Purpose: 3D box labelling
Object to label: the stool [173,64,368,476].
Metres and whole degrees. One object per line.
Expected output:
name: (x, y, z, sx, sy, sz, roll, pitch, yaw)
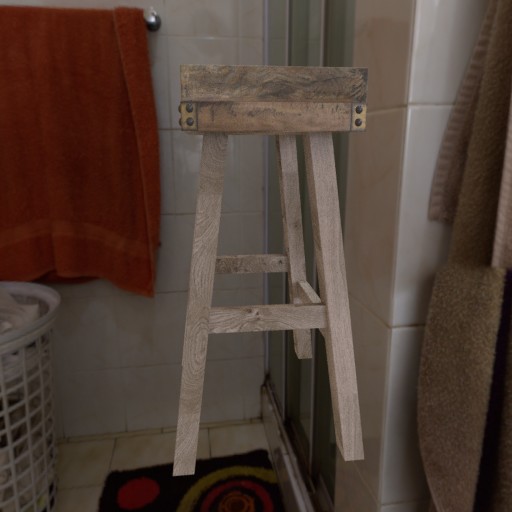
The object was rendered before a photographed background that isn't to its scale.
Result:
stool: (0.000, 0.000, 0.880, 0.330, 0.635, 0.450, -2, 15, -7)
